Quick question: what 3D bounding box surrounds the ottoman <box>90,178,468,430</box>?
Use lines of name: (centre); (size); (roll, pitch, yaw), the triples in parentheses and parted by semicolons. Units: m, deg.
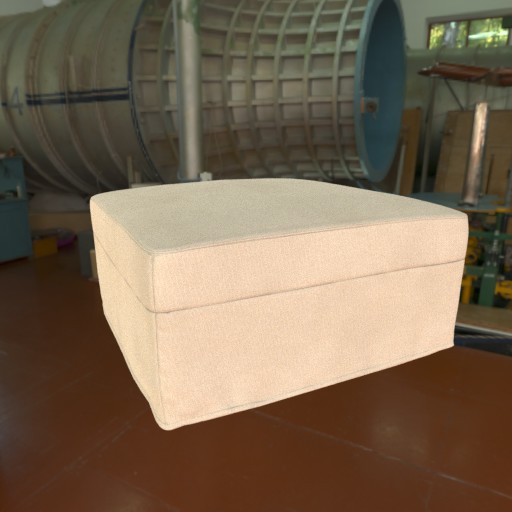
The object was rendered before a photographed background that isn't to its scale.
ottoman: (0.000, 0.000, 1.338); (0.843, 0.441, 0.842); (-8, 17, -26)
